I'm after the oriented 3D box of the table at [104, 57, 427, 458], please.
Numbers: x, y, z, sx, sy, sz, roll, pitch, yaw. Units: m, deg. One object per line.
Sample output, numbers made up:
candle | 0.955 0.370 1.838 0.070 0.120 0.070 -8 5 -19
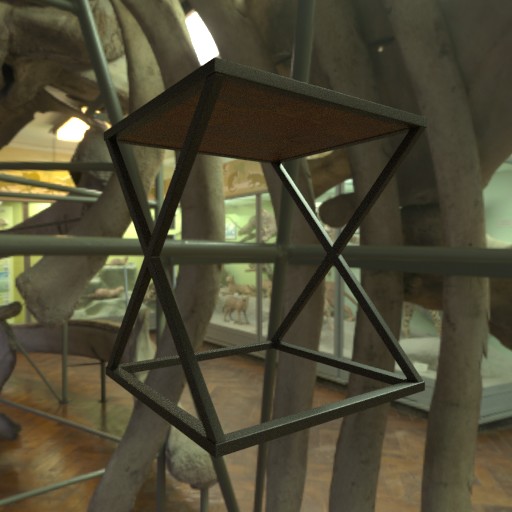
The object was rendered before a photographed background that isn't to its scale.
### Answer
table | 0.000 0.000 0.963 0.500 0.565 0.500 -1 2 -36
